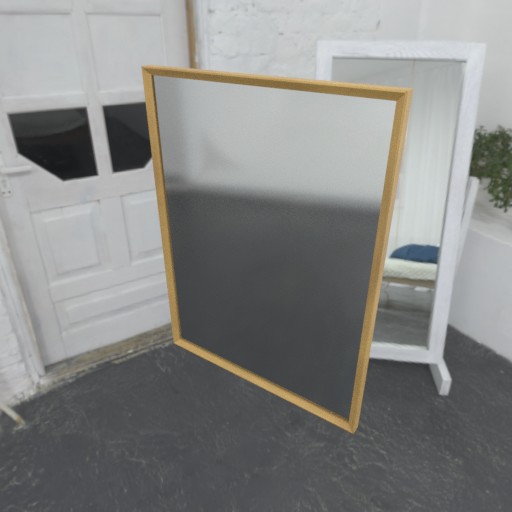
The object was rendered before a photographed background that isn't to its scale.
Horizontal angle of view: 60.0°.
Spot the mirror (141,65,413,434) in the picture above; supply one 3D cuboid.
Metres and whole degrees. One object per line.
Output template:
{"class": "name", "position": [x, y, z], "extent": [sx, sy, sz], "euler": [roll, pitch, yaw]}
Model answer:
{"class": "mirror", "position": [0.000, 0.000, 1.335], "extent": [0.762, 1.016, 0.041], "euler": [18, 34, 29]}
